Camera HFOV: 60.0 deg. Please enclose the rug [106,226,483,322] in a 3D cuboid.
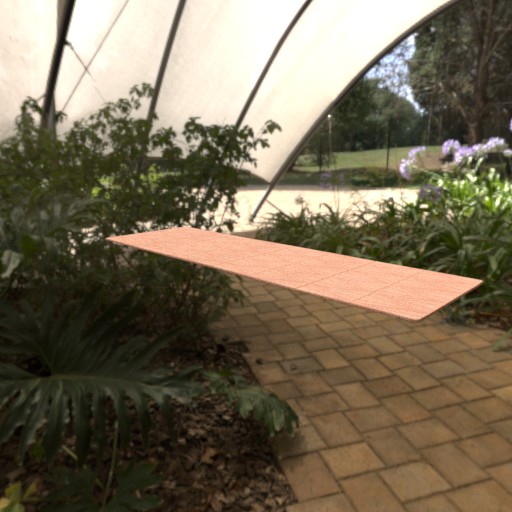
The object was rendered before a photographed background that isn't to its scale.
[{"bbox_3d":[0.000,0.000,2.761,2.435,0.015,0.760,12,18,43],"label":"rug"}]
